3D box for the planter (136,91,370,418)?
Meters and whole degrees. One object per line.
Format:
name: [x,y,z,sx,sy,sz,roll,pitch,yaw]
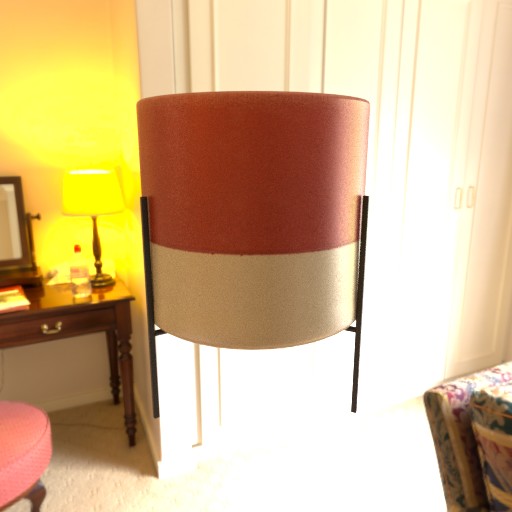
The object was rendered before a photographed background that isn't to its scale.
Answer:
planter: [0.000,0.000,0.717,0.354,0.465,0.345,7,15,27]
